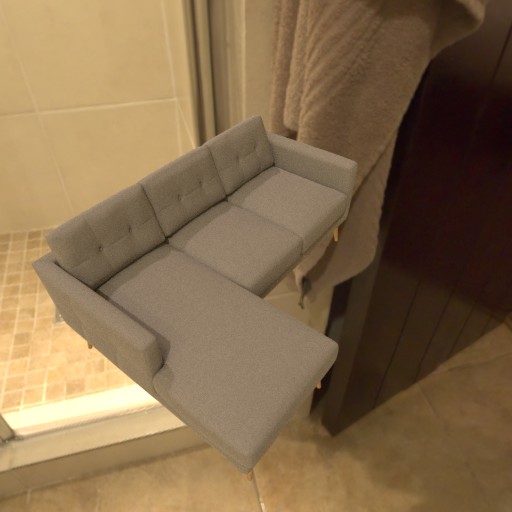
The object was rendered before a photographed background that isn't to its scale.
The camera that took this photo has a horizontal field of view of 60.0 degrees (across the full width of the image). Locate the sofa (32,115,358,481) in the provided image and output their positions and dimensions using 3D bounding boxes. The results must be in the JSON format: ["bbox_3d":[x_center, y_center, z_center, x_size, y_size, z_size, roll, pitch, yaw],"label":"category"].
[{"bbox_3d":[0.000,0.000,2.763,1.530,0.860,2.040,28,50,27],"label":"sofa"}]
